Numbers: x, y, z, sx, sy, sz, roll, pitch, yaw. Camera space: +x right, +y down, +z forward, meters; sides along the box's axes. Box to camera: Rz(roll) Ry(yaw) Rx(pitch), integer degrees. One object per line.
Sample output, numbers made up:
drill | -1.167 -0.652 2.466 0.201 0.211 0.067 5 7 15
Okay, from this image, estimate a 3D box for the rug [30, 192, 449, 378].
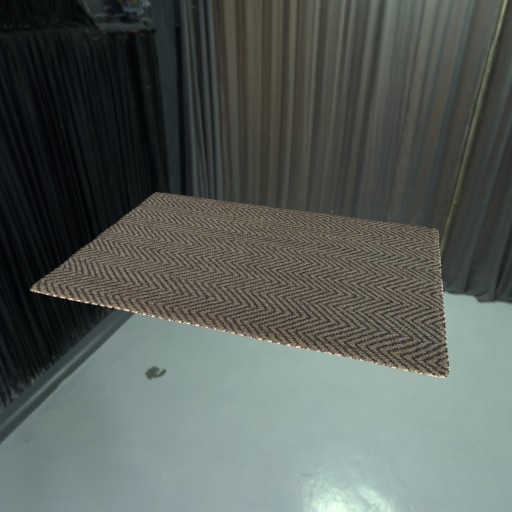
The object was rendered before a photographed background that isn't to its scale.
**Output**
rug | 0.000 0.000 2.307 1.828 0.008 1.219 9 32 15
